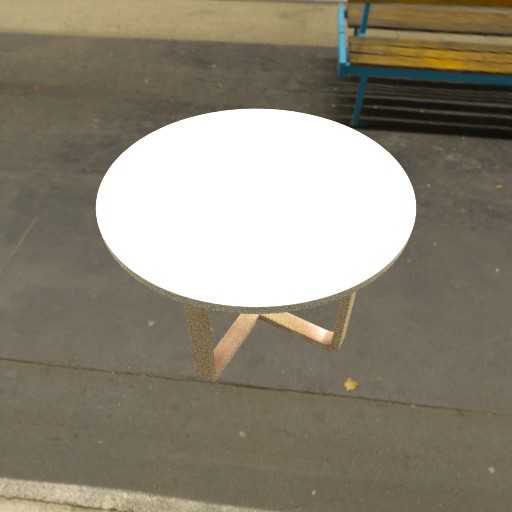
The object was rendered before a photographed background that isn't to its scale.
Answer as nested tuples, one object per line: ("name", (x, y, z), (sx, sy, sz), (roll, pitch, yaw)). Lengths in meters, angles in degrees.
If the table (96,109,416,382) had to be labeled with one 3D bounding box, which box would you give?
("table", (0.000, 0.000, 0.999), (0.600, 0.400, 0.600), (0, 46, 0))
